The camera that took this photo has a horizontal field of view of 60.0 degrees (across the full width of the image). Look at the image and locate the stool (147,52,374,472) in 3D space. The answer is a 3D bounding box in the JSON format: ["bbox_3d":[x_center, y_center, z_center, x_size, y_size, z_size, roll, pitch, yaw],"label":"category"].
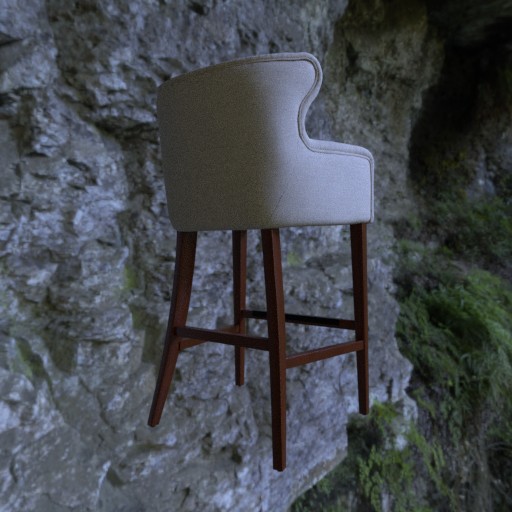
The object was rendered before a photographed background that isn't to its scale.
[{"bbox_3d":[0.000,0.000,1.376,0.556,1.034,0.563,1,2,35],"label":"stool"}]
